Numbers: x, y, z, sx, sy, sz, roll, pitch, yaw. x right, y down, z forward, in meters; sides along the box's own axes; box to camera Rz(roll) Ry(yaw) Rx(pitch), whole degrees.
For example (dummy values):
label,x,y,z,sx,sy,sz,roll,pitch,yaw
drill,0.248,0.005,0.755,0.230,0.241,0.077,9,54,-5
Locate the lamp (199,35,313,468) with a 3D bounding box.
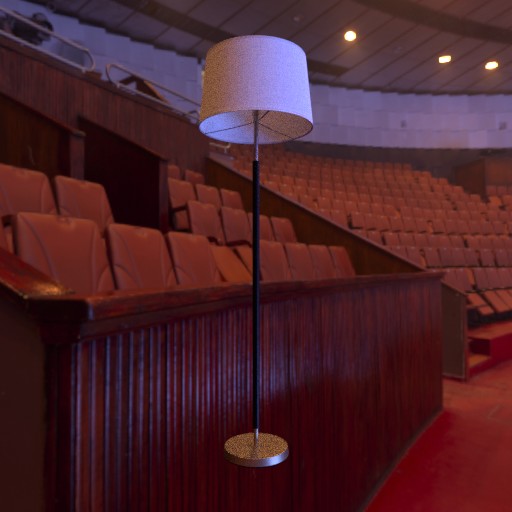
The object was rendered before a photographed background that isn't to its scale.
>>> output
label,x,y,z,sx,sy,sz,roll,pitch,yaw
lamp,0.000,0.000,1.633,0.420,1.447,0.420,0,-1,0
